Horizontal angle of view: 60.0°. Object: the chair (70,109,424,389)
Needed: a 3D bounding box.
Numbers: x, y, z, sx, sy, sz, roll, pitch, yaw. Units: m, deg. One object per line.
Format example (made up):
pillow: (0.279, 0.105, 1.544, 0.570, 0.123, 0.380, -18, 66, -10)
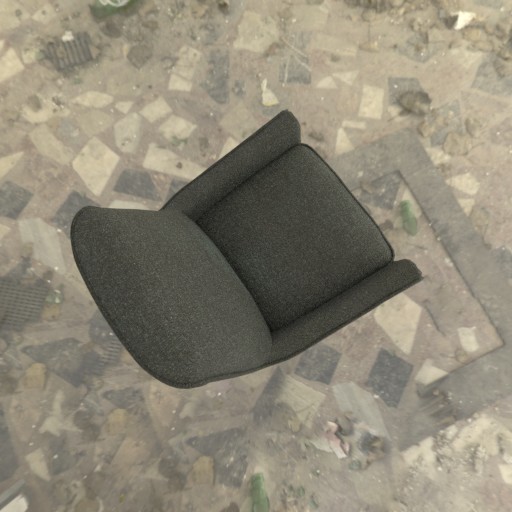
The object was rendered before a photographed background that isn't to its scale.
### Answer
chair: (0.000, 0.000, 1.480, 0.859, 0.883, 0.763, -34, 78, -8)
